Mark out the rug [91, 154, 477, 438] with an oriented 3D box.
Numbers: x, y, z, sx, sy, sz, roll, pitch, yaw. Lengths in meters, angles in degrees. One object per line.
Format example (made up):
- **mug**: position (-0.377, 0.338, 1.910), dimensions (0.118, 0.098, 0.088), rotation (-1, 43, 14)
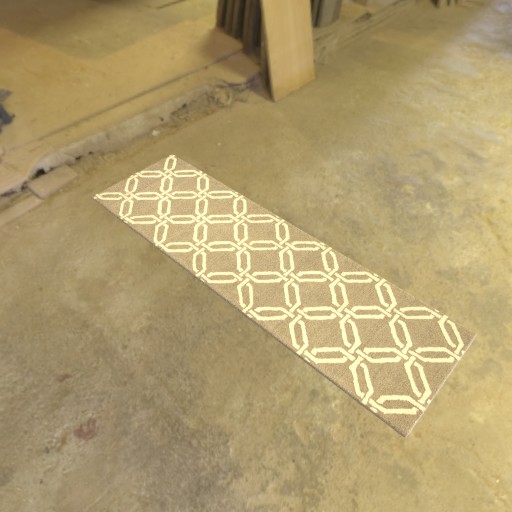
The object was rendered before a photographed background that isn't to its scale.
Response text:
- **rug**: position (0.000, 0.000, 2.496), dimensions (2.276, 0.014, 0.678), rotation (34, 55, 28)
